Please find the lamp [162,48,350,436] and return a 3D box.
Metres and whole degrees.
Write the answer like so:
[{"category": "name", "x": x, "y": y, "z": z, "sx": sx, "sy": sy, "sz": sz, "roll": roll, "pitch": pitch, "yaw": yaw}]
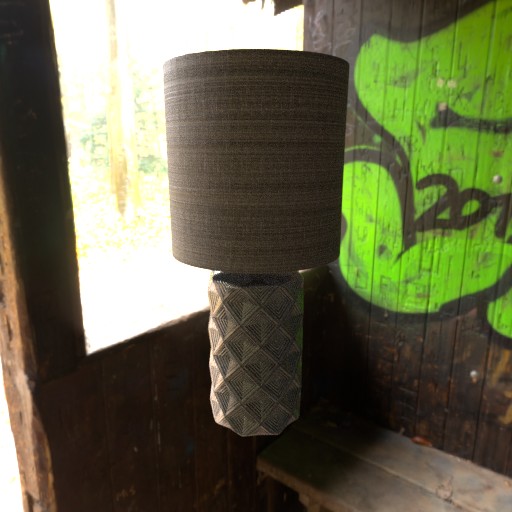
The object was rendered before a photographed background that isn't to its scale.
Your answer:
[{"category": "lamp", "x": 0.000, "y": 0.000, "z": 0.716, "sx": 0.269, "sy": 0.566, "sz": 0.268, "roll": 3, "pitch": 14, "yaw": 10}]
